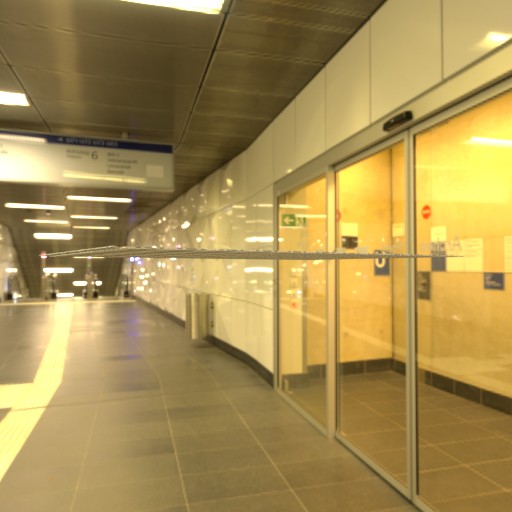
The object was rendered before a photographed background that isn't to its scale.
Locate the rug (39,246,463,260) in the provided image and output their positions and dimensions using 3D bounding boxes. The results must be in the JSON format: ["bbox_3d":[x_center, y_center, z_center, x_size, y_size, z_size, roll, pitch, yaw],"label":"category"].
[{"bbox_3d":[0.000,0.000,2.967,2.410,0.011,1.539,1,-2,-35],"label":"rug"}]
